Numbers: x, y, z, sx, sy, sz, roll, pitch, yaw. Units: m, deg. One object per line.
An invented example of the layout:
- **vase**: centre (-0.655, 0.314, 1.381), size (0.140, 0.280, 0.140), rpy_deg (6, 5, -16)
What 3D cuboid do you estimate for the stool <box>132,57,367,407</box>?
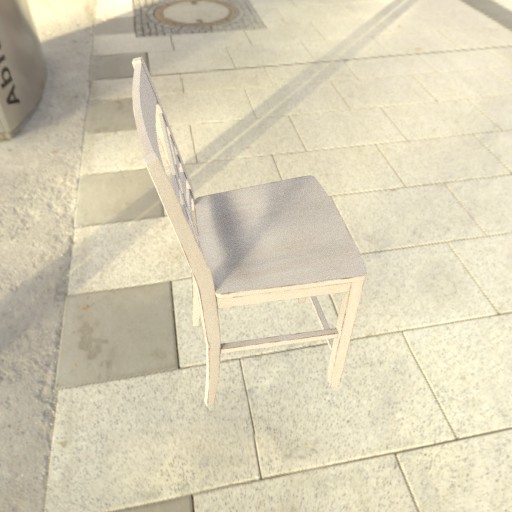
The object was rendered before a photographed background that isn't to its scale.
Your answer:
- **stool**: centre (0.000, 0.000, 1.367), size (0.539, 1.079, 0.462), rpy_deg (-10, 47, -9)
